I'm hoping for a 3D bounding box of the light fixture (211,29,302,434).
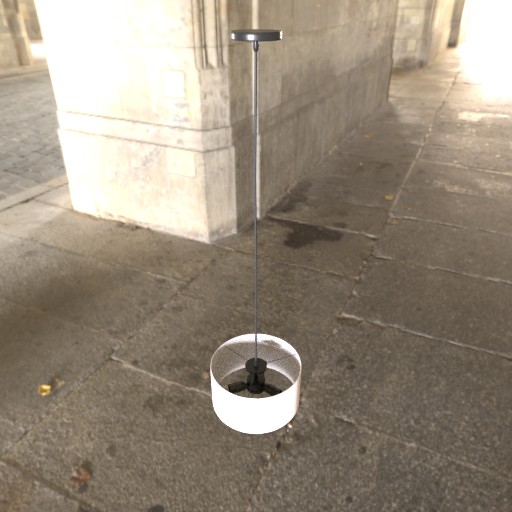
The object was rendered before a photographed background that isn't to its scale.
[{"bbox_3d":[0.000,0.000,1.671,0.399,1.516,0.399,0,30,0],"label":"light fixture"}]
